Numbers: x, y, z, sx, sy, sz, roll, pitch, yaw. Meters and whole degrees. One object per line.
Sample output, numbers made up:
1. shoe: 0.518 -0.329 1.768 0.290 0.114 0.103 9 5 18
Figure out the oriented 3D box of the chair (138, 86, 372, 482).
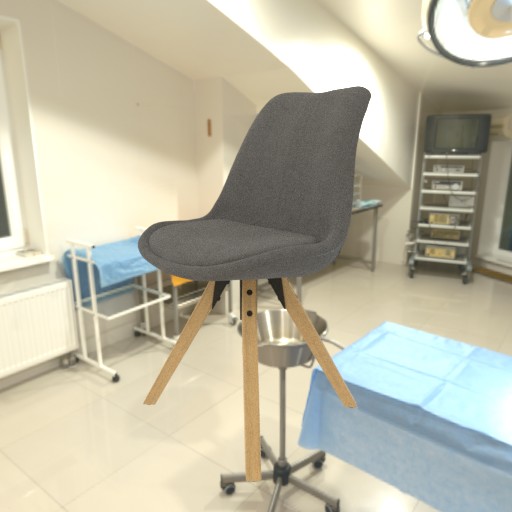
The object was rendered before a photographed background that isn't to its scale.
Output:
1. chair: 0.000 0.000 1.152 0.485 0.850 0.550 14 20 43
